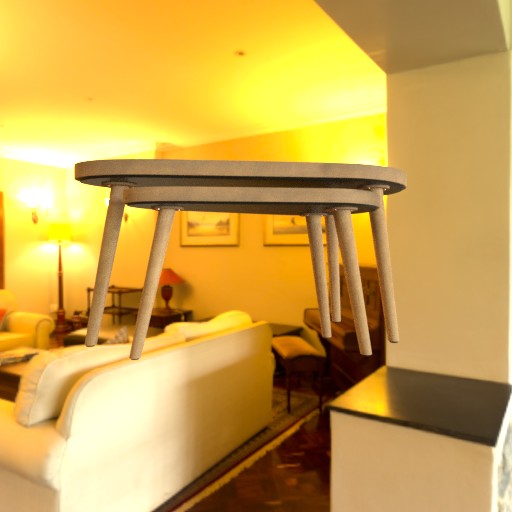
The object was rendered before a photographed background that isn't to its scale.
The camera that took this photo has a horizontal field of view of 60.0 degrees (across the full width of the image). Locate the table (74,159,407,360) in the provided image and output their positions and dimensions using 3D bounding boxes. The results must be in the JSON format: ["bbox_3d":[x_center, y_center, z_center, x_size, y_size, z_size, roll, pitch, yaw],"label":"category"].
[{"bbox_3d":[0.000,0.000,1.540,1.190,0.595,0.701,0,1,-16],"label":"table"}]
